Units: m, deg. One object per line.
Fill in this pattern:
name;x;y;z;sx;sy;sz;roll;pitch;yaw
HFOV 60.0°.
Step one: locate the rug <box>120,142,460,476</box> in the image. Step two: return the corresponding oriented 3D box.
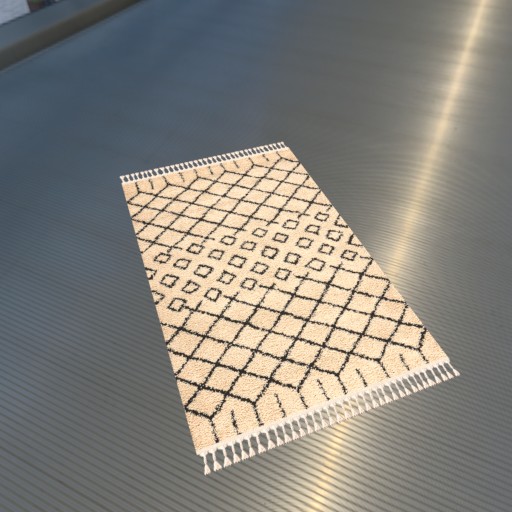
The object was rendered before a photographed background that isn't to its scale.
rug;0.000;0.000;2.471;1.196;0.008;2.006;-15;49;-14
